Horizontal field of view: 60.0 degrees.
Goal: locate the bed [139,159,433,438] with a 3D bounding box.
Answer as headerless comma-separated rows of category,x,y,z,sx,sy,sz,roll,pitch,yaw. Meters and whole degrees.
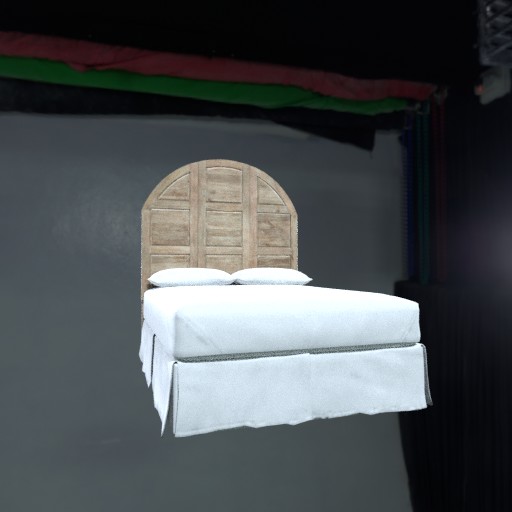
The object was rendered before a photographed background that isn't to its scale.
bed,0.000,0.000,3.545,1.713,2.002,2.112,0,-1,-19
